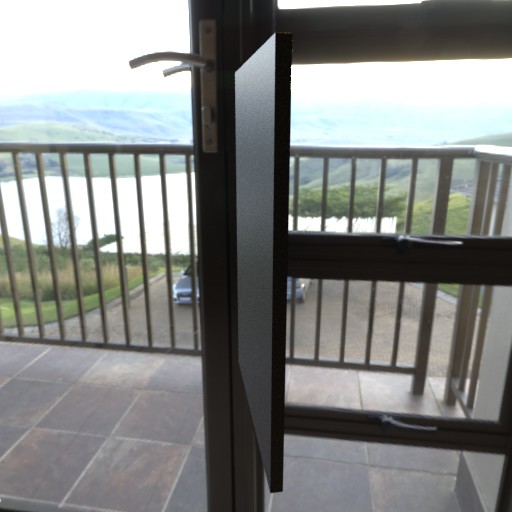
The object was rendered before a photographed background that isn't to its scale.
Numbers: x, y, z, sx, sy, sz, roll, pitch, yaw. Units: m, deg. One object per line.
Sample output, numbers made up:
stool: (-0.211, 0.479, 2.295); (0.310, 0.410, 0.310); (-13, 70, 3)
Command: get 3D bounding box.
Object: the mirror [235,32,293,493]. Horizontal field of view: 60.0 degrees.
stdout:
mirror: (0.000, 0.000, 1.484); (0.038, 1.219, 0.762); (-3, 17, -9)
